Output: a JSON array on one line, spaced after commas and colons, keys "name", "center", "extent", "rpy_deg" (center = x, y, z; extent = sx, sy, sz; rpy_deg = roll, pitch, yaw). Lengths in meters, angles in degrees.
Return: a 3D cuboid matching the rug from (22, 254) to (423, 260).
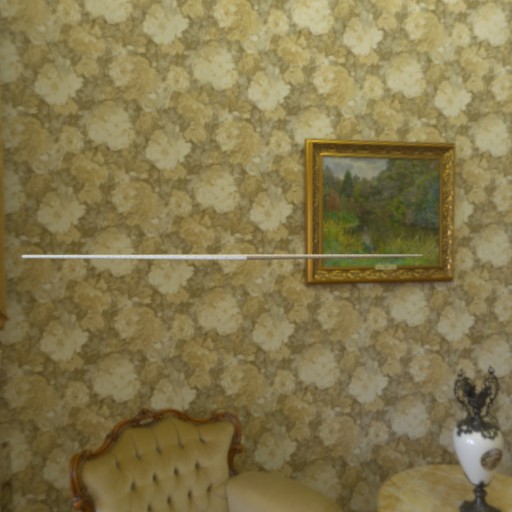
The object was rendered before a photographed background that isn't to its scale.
[{"name": "rug", "center": [0.000, 0.000, 2.338], "extent": [1.238, 0.014, 1.848], "rpy_deg": [0, 0, 35]}]
